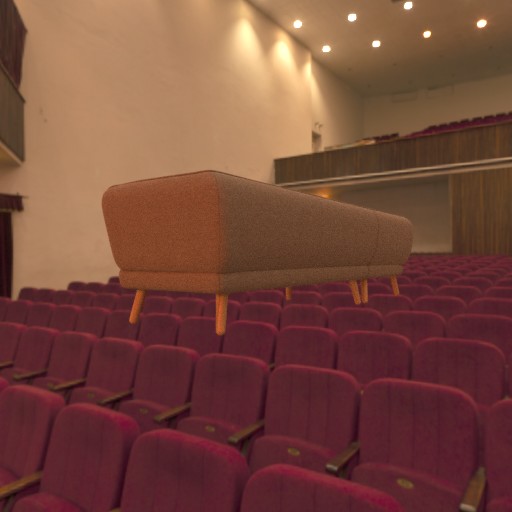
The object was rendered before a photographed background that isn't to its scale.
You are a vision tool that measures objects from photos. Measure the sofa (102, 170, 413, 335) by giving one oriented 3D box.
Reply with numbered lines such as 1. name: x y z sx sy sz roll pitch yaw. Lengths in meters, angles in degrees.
1. sofa: 0.000 0.000 3.235 1.532 0.693 2.653 0 0 35
